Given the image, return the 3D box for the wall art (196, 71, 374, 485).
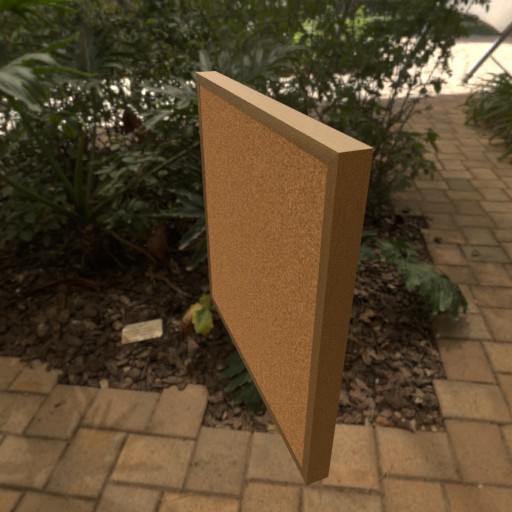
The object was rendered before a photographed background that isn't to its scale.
[{"bbox_3d":[0.000,0.000,0.743,0.037,0.509,0.510,-11,33,-18],"label":"wall art"}]
